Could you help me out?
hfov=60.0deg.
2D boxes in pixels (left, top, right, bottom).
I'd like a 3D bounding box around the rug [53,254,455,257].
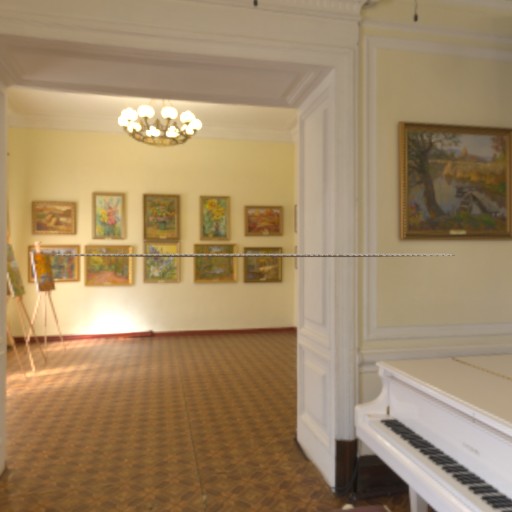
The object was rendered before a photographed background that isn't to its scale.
[{"bbox_3d":[0.000,0.000,4.104,2.380,0.013,3.051,0,0,1],"label":"rug"}]
